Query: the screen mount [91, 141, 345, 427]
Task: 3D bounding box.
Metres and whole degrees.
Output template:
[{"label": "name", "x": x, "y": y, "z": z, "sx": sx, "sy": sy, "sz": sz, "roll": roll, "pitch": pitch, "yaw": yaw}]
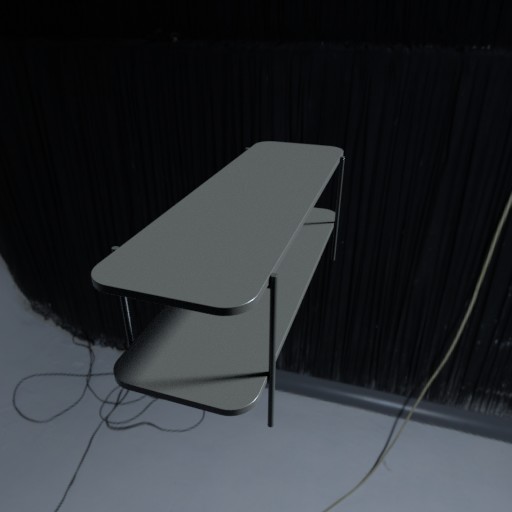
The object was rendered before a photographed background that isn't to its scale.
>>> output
[{"label": "screen mount", "x": 0.000, "y": 0.000, "z": 1.457, "sx": 0.400, "sy": 0.447, "sz": 1.200, "roll": 9, "pitch": 30, "yaw": 16}]
